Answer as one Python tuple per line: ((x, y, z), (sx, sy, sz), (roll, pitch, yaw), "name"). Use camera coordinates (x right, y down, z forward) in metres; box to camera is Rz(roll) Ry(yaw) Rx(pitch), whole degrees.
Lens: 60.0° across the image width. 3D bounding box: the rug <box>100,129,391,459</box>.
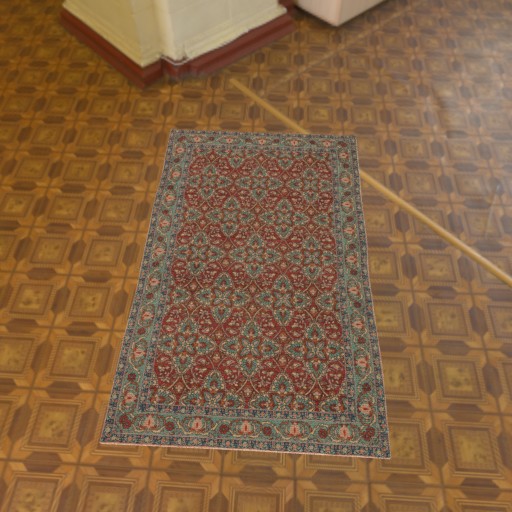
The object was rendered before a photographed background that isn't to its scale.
((0.000, 0.000, 2.980), (1.533, 0.011, 2.439), (2, 57, 2), "rug")
